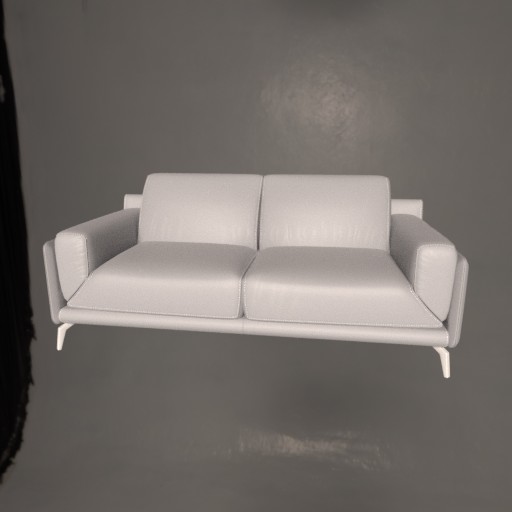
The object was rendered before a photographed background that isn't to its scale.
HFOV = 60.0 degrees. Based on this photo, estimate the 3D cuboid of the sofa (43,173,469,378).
[{"bbox_3d":[0.000,0.000,2.593,2.100,0.900,0.969,2,15,8],"label":"sofa"}]
